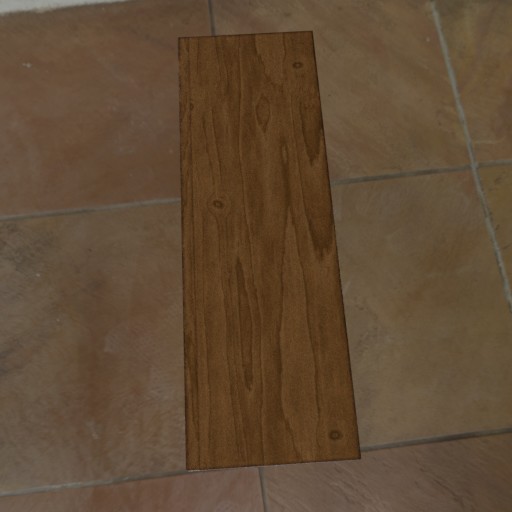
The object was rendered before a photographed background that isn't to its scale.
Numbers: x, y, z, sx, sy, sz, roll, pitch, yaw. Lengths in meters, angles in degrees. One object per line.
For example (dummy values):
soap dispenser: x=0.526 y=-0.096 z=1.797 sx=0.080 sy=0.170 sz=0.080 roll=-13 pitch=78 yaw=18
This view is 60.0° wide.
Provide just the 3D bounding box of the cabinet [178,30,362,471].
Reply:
cabinet: x=0.000 y=0.000 z=1.731 sx=0.477 sy=0.802 sz=1.363 roll=-3 pitch=75 yaw=-1
